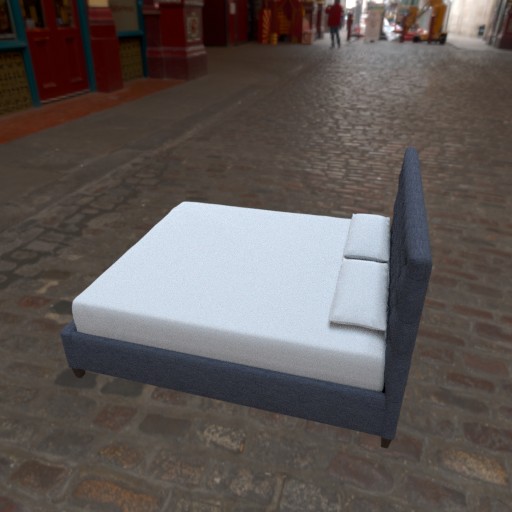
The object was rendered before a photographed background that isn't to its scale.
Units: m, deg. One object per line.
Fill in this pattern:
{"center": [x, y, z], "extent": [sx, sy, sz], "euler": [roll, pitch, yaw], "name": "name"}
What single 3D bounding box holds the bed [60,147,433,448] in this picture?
{"center": [0.000, 0.000, 3.631], "extent": [2.387, 1.427, 2.078], "euler": [8, 30, 14], "name": "bed"}
